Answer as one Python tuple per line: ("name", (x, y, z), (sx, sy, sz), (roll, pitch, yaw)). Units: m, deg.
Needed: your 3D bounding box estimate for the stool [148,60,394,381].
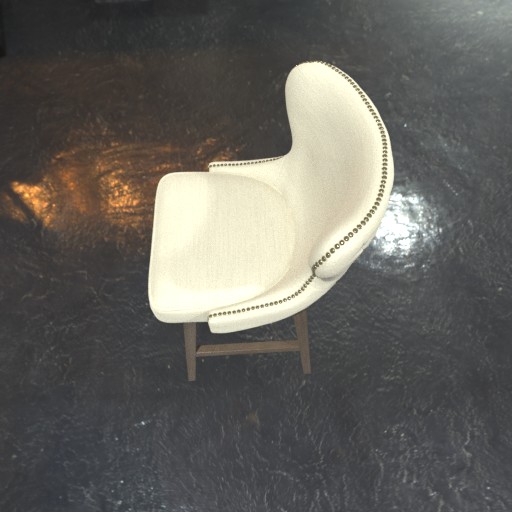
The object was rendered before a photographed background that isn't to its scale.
("stool", (0.000, 0.000, 1.370), (0.597, 0.972, 0.615), (-3, 57, -2))
